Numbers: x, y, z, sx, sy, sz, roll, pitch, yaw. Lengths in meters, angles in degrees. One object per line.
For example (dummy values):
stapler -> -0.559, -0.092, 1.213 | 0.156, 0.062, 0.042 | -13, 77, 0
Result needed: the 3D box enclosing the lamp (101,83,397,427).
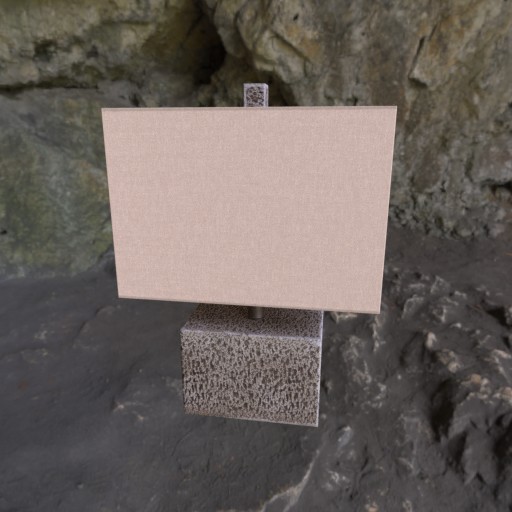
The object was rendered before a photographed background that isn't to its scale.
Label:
lamp -> 0.000, 0.000, 0.568 | 0.294, 0.411, 0.180 | 3, 16, 9
